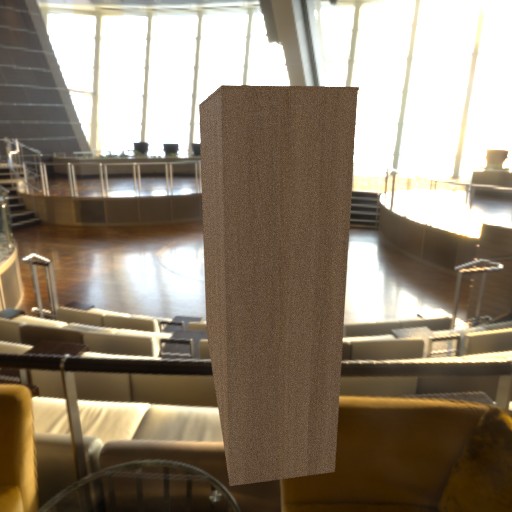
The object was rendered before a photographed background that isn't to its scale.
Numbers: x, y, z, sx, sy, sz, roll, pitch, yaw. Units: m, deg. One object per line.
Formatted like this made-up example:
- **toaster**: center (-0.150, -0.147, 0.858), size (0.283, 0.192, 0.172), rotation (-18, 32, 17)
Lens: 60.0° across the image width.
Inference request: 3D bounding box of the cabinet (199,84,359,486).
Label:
- **cabinet**: center (0.000, 0.000, 3.070), size (0.620, 2.060, 1.870), rotation (-3, 17, -10)
